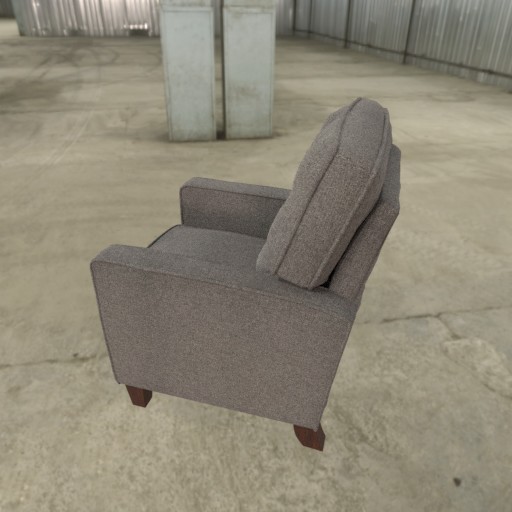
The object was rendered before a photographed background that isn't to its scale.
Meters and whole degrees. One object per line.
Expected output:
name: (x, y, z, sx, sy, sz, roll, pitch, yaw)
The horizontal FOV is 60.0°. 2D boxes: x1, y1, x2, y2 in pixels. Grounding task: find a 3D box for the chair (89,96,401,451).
chair: (0.000, 0.000, 1.372, 0.775, 0.889, 0.650, 8, 31, 14)
